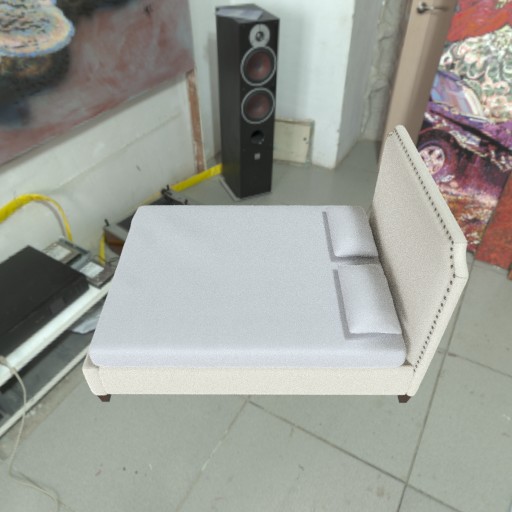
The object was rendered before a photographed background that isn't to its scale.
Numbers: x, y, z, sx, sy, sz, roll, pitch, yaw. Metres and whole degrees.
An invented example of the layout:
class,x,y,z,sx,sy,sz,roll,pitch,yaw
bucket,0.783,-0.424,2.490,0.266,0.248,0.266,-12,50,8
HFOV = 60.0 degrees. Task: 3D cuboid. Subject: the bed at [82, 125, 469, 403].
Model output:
class,x,y,z,sx,sy,sz,roll,pitch,yaw
bed,0.000,0.000,3.432,2.372,1.497,1.712,0,42,0
